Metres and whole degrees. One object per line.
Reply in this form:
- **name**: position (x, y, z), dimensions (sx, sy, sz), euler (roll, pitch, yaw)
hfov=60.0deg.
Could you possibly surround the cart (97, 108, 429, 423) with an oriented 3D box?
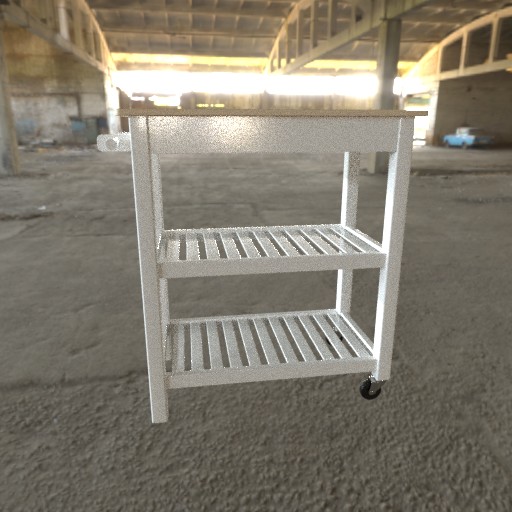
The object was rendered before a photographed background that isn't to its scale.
- **cart**: position (0.000, 0.000, 1.496), dimensions (0.899, 0.927, 0.457), euler (-3, 17, -8)
